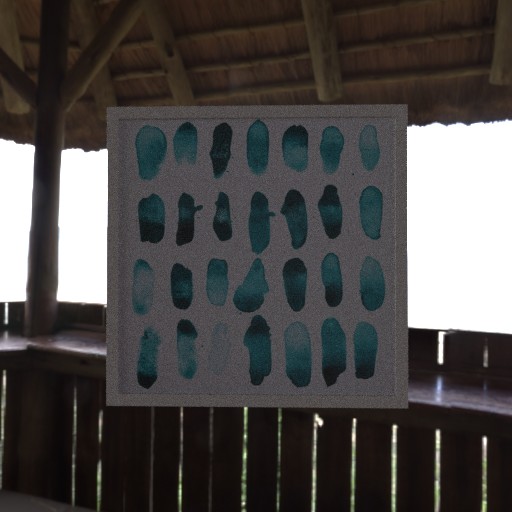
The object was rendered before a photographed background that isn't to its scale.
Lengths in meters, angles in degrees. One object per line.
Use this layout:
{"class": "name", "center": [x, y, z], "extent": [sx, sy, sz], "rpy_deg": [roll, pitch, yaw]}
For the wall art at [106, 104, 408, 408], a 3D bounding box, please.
{"class": "wall art", "center": [0.000, 0.000, 0.826], "extent": [0.558, 0.559, 0.009], "rpy_deg": [0, 0, 2]}
